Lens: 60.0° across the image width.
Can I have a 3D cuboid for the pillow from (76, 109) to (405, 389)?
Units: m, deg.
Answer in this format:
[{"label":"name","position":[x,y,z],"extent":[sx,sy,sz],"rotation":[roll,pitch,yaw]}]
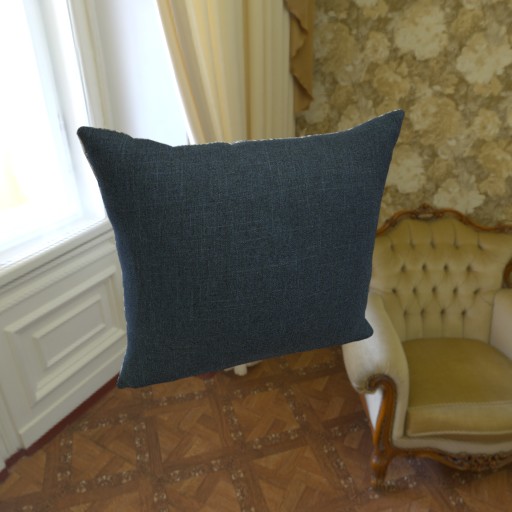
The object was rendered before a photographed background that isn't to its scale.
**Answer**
[{"label":"pillow","position":[0.000,0.000,0.799],"extent":[0.546,0.487,0.180],"rotation":[-9,28,-17]}]
